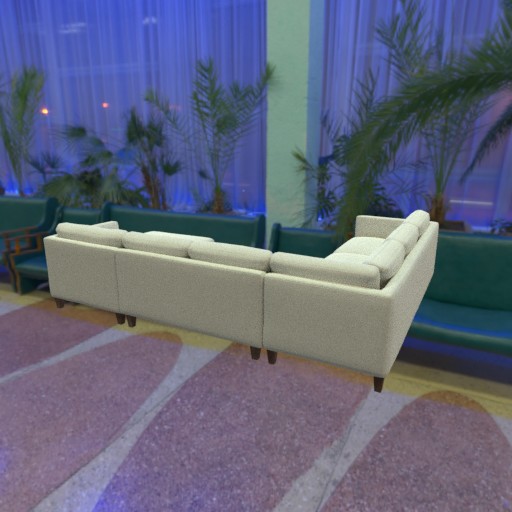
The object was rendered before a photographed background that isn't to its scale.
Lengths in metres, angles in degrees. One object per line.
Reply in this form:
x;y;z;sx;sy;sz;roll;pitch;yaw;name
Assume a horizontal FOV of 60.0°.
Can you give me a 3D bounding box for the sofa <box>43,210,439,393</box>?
0.000;0.000;4.567;3.238;0.853;2.551;8;18;26;sofa
